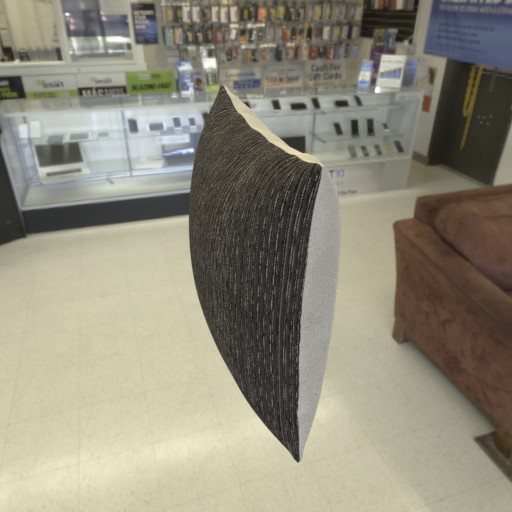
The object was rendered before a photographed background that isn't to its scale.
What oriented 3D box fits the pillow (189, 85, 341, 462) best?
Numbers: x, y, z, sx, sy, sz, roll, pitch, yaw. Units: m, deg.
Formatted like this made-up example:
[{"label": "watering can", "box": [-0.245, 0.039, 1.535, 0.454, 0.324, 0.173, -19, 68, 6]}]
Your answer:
[{"label": "pillow", "box": [0.000, 0.000, 0.688, 0.196, 0.434, 0.433, -8, 32, -14]}]
